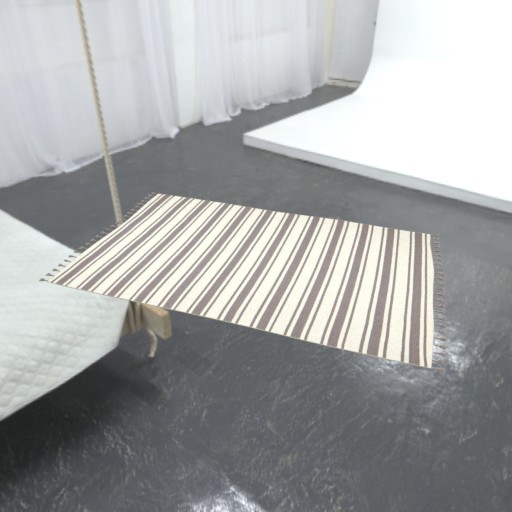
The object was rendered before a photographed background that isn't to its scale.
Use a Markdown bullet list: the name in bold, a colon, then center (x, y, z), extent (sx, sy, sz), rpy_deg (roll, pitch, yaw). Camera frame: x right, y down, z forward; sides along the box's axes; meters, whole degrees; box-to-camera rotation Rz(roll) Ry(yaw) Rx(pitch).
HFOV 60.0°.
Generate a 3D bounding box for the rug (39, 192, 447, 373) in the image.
- **rug**: center (0.000, 0.000, 2.613), extent (2.096, 0.011, 1.229), rpy_deg (10, 34, 16)
